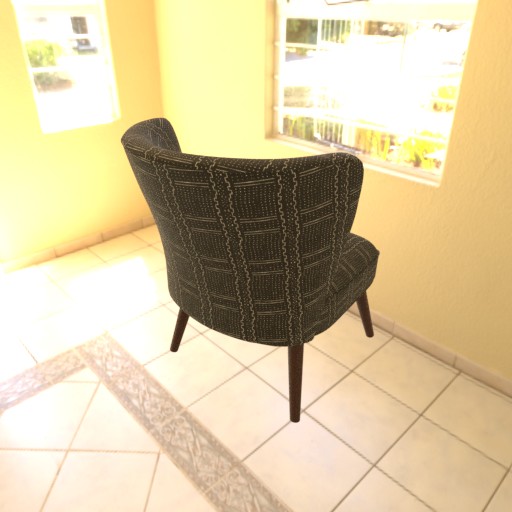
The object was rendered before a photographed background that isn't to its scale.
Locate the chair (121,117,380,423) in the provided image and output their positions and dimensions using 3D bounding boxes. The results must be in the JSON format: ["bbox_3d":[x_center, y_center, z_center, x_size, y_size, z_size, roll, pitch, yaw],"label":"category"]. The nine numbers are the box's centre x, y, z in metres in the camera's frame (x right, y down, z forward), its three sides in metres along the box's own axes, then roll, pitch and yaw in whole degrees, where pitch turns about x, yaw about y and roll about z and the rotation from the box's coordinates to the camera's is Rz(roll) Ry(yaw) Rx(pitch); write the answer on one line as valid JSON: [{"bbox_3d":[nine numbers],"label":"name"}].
[{"bbox_3d":[0.000,0.000,1.461,0.710,0.866,0.758,20,35,31],"label":"chair"}]
